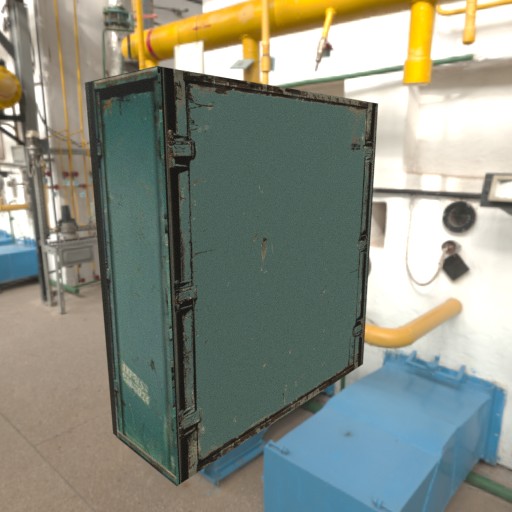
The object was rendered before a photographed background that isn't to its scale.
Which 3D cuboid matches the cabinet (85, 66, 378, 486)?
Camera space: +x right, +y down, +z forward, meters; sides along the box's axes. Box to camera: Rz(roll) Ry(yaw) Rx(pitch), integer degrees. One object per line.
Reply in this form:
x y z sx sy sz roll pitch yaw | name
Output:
0.000 0.000 3.134 0.680 2.160 2.000 12 17 42 | cabinet
